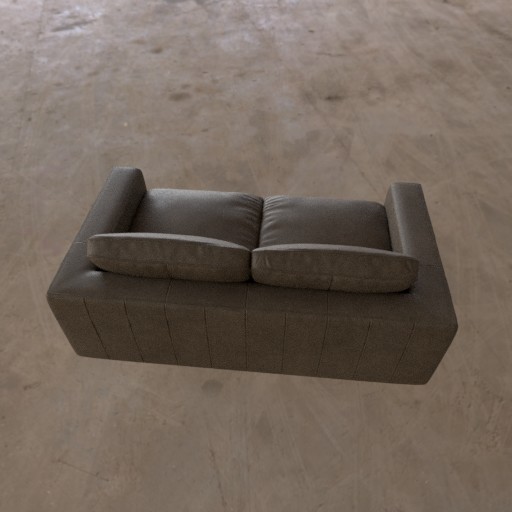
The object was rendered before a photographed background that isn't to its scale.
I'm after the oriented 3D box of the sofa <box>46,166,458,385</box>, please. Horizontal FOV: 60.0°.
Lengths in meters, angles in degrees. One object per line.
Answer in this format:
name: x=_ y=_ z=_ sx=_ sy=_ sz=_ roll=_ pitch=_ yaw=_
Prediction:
sofa: x=0.000 y=0.000 z=2.490 sx=1.920 sy=0.800 sz=1.070 roll=4 pitch=47 yaw=4
